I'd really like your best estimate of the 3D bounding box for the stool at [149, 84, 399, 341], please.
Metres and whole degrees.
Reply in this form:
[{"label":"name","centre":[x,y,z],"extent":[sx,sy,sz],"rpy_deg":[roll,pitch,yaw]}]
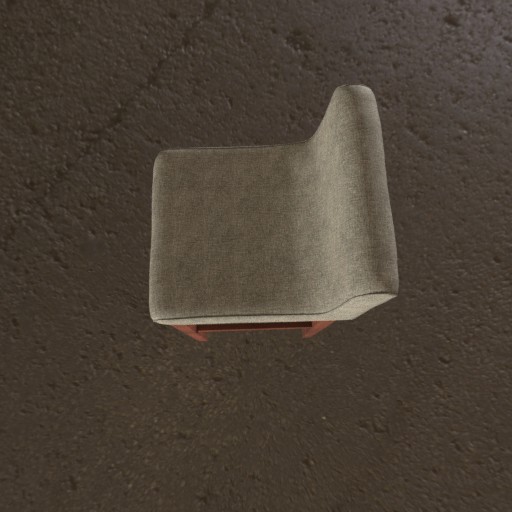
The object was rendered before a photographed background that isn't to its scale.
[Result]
[{"label":"stool","centre":[0.000,0.000,1.264],"extent":[0.499,0.965,0.426],"rpy_deg":[-2,74,-1]}]
